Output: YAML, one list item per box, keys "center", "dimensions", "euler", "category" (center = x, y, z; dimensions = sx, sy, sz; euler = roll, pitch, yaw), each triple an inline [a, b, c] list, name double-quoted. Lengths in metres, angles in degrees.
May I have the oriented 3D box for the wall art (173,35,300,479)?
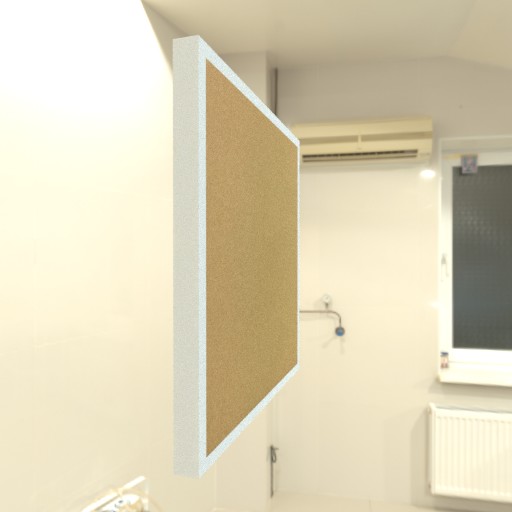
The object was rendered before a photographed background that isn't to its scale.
- center: [0.000, 0.000, 0.455]
  dimensions: [0.020, 0.307, 0.307]
  euler: [0, 1, 19]
  category: "wall art"
